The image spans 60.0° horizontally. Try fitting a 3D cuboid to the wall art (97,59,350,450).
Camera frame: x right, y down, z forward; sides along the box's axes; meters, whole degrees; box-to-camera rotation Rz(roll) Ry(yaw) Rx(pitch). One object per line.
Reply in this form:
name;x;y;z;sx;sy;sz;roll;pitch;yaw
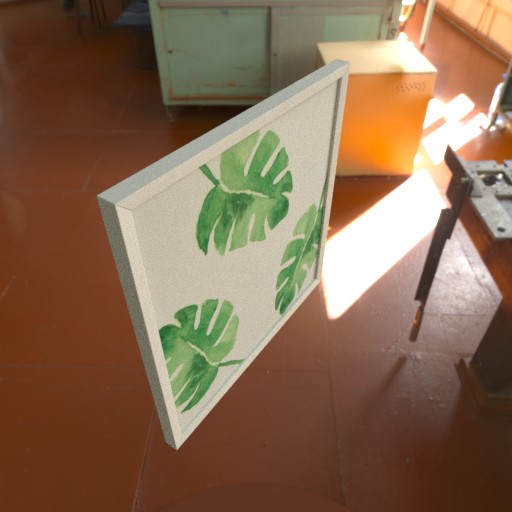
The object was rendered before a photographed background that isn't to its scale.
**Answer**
wall art;0.000;0.000;1.129;0.040;0.762;0.762;25;47;26
